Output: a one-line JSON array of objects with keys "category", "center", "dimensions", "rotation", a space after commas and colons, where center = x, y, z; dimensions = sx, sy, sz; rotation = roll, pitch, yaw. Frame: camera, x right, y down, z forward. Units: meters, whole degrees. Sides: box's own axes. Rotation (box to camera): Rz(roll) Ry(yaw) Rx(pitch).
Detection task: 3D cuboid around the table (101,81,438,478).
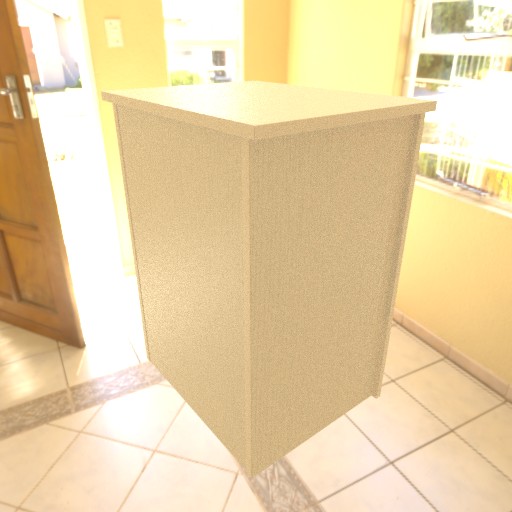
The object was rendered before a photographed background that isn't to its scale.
[{"category": "table", "center": [0.000, 0.000, 0.926], "dimensions": [0.381, 0.635, 0.480], "rotation": [-19, 32, -34]}]
